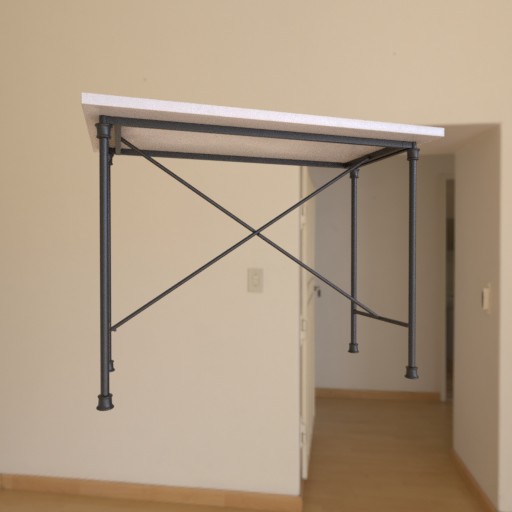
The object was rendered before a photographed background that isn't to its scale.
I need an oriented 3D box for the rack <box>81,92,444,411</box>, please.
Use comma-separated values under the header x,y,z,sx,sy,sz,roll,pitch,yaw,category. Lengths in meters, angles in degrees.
x,y,z,sx,sy,sz,roll,pitch,yaw,category
0.000,0.000,1.641,1.159,0.880,0.613,0,1,-17,rack
